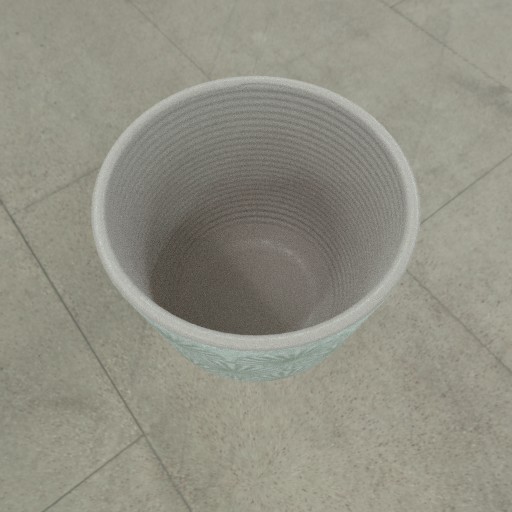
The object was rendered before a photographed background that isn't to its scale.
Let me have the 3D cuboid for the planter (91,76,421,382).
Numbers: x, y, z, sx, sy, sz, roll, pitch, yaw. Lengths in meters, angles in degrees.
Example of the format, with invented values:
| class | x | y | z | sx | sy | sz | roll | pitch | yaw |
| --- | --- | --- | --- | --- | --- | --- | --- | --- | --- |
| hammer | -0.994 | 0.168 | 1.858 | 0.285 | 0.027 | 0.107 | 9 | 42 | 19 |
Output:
| class | x | y | z | sx | sy | sz | roll | pitch | yaw |
| --- | --- | --- | --- | --- | --- | --- | --- | --- | --- |
| planter | 0.000 | 0.000 | 0.297 | 0.170 | 0.152 | 0.170 | 0 | 63 | 0 |
